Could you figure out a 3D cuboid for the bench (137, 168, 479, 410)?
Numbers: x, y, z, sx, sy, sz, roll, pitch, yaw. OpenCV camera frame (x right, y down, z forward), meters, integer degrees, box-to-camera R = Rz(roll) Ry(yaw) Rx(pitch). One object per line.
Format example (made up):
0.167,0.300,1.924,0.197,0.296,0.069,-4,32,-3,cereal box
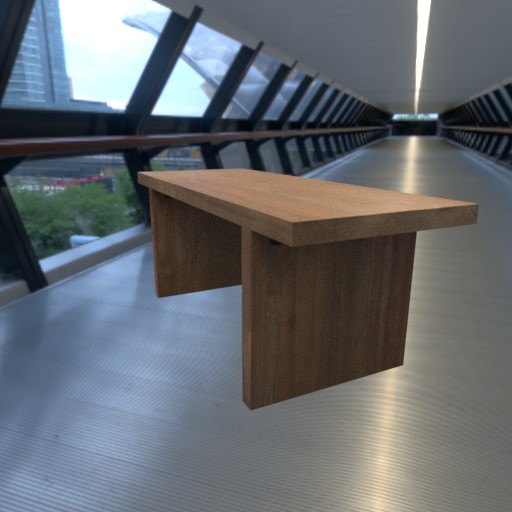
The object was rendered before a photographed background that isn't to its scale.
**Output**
0.000,0.000,1.404,0.458,0.458,1.183,-7,17,-26,bench
